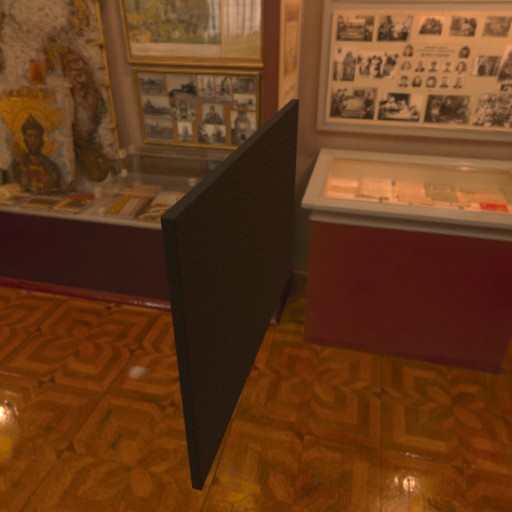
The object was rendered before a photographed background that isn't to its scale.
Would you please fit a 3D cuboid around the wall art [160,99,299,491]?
[{"bbox_3d":[0.000,0.000,1.213,0.026,0.656,0.958,8,31,14],"label":"wall art"}]
